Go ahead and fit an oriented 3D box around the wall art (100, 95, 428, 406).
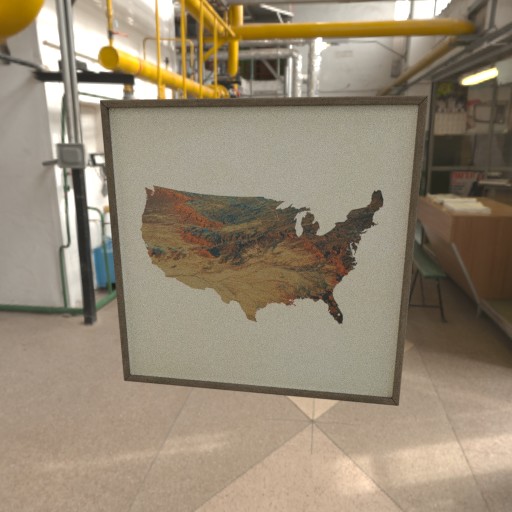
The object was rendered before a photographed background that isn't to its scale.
[{"bbox_3d":[0.000,0.000,1.119,0.749,0.751,0.050,2,15,9],"label":"wall art"}]
